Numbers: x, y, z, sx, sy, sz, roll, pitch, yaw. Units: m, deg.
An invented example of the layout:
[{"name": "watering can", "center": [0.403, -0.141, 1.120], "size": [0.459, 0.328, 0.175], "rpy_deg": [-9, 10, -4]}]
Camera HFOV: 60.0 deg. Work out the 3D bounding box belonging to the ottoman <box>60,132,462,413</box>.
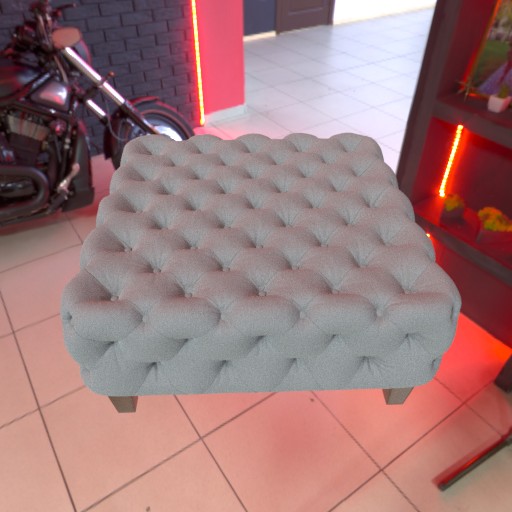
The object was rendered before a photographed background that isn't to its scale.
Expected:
[{"name": "ottoman", "center": [0.000, 0.000, 1.384], "size": [0.917, 0.439, 0.911], "rpy_deg": [-1, 40, -1]}]
